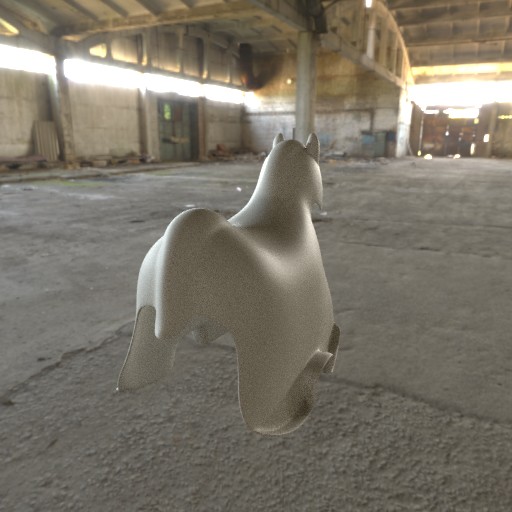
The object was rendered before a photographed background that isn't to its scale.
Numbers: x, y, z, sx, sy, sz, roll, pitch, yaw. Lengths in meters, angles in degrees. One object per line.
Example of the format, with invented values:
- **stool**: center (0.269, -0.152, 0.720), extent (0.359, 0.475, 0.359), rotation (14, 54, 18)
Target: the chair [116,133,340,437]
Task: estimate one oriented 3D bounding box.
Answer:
- **chair**: center (0.000, 0.000, 1.135), extent (0.429, 0.612, 0.800), rotation (7, 16, 25)
